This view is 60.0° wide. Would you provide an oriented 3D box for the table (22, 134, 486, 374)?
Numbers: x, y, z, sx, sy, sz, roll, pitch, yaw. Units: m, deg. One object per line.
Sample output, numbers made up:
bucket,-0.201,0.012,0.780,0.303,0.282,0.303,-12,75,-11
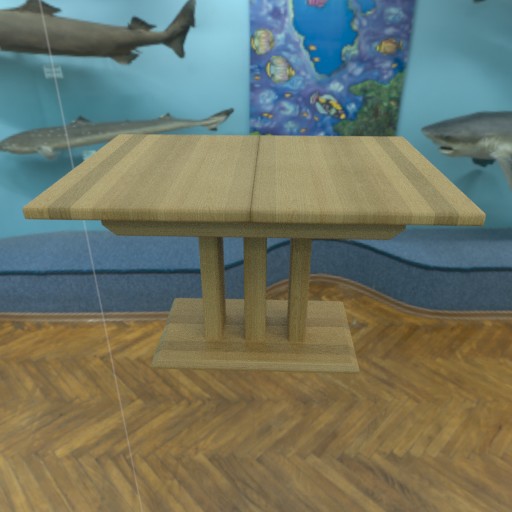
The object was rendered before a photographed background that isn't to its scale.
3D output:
table,0.000,0.000,1.809,1.300,0.770,0.900,1,28,2
